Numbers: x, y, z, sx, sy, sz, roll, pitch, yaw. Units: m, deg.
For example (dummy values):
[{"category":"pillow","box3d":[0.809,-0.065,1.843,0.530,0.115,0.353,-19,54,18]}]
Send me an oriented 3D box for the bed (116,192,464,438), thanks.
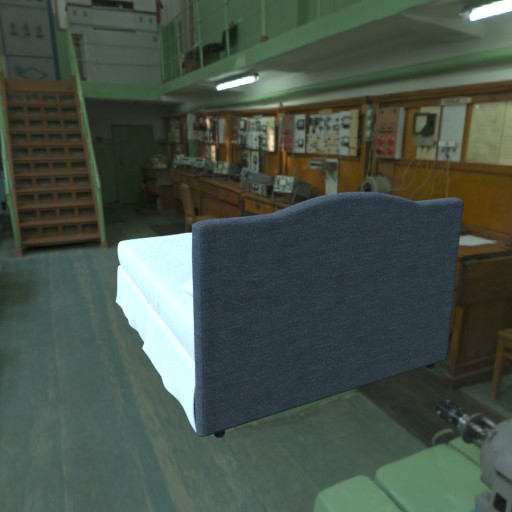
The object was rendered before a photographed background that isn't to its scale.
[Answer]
[{"category":"bed","box3d":[0.000,0.000,4.077,2.161,1.457,2.689,-8,17,-26]}]
